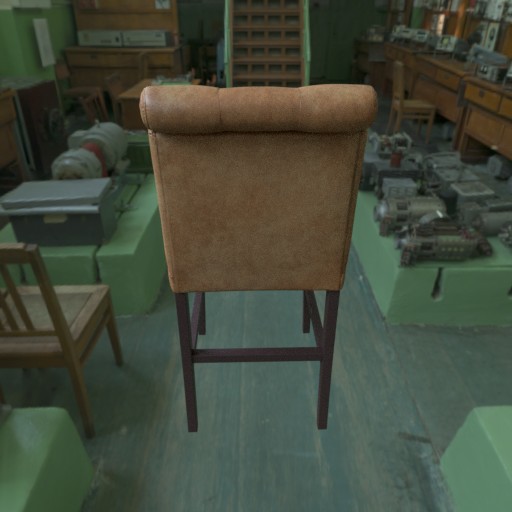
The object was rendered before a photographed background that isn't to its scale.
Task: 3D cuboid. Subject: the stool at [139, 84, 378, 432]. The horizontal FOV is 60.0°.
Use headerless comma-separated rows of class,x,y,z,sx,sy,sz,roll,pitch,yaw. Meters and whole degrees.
stool,0.000,0.000,1.332,0.493,1.047,0.601,-1,30,-1
